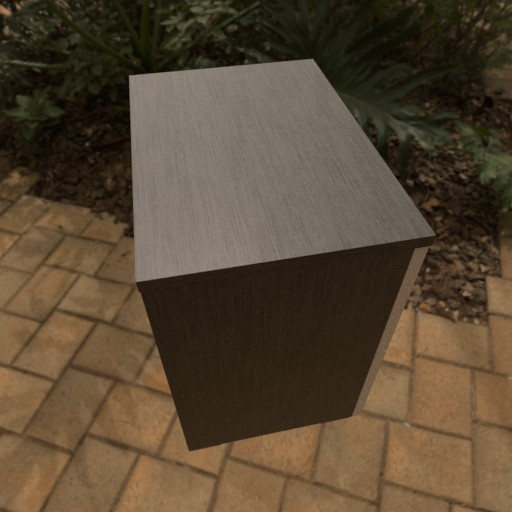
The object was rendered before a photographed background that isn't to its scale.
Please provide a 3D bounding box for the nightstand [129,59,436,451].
[{"bbox_3d":[0.000,0.000,0.758,0.325,0.460,0.441,-9,48,-8],"label":"nightstand"}]
